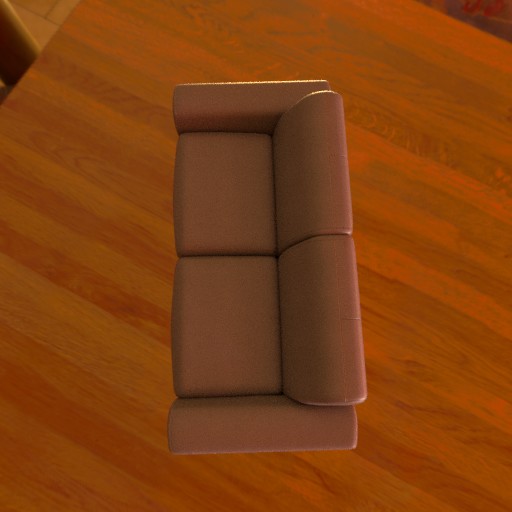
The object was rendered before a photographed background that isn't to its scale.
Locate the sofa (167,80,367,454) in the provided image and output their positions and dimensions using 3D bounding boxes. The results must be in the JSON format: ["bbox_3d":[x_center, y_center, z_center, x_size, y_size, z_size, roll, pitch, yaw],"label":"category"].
[{"bbox_3d":[0.000,0.000,2.358,0.900,0.772,1.901,-2,77,0],"label":"sofa"}]
